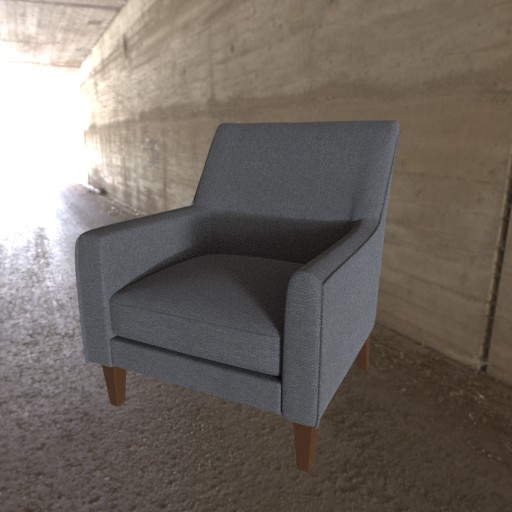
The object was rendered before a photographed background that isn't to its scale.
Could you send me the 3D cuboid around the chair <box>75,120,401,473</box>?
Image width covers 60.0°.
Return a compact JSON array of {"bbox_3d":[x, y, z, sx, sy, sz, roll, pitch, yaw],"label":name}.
[{"bbox_3d":[0.000,0.000,1.547,0.780,0.919,0.899,7,17,26],"label":"chair"}]
